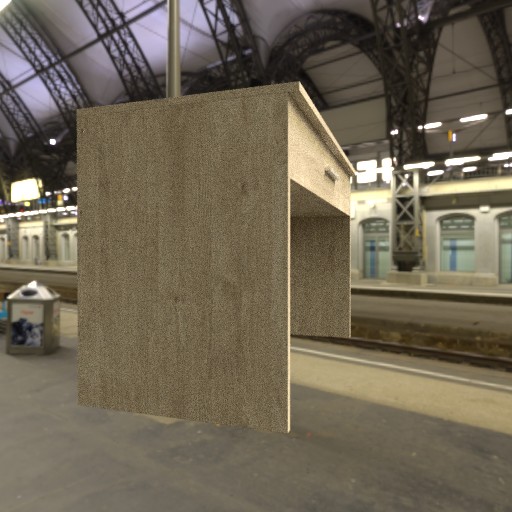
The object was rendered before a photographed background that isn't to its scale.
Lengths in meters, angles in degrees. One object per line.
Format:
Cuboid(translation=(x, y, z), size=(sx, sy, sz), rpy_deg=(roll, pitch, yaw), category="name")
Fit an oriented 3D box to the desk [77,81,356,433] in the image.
Cuboid(translation=(0.000, 0.000, 1.525), size=(0.560, 0.730, 1.100), rpy_deg=(0, 1, 19), category="desk")
